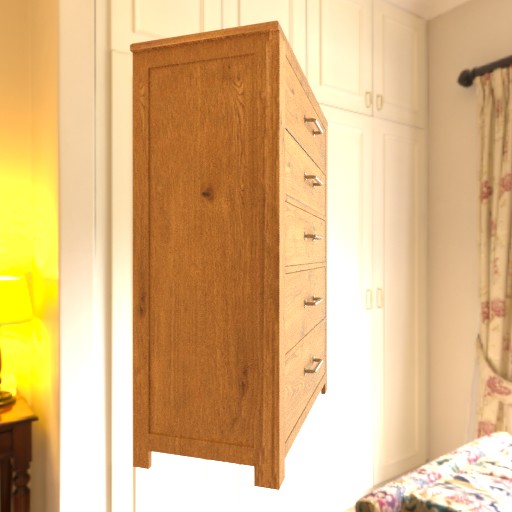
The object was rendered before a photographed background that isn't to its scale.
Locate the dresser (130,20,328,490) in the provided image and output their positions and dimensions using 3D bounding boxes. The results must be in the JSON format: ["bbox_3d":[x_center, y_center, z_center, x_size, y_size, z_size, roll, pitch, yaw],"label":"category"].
[{"bbox_3d":[0.000,0.000,1.925,0.558,1.431,1.081,0,0,17],"label":"dresser"}]
